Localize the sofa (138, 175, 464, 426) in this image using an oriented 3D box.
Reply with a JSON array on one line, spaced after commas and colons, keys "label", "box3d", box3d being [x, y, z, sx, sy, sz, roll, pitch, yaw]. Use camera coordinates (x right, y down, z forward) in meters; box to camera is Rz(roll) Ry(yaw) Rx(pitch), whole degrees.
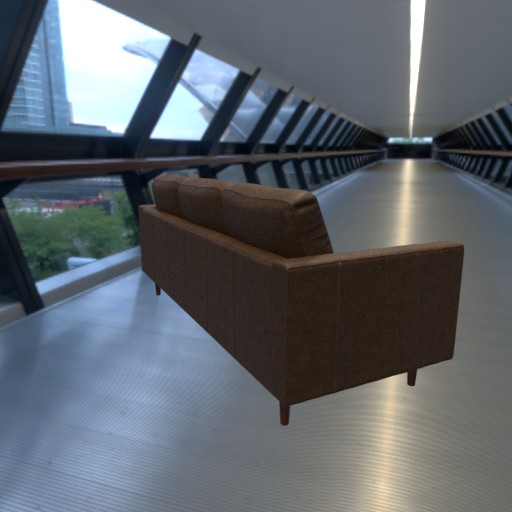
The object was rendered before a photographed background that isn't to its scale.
[{"label": "sofa", "box3d": [0.000, 0.000, 2.686, 0.903, 0.930, 2.231, -6, 14, -26]}]
